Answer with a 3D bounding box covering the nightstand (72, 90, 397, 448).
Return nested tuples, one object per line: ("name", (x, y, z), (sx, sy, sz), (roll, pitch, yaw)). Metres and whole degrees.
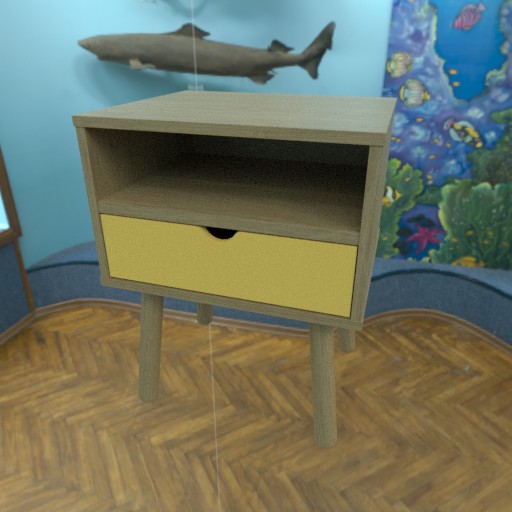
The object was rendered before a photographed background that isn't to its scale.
("nightstand", (0.000, 0.000, 0.880), (0.450, 0.571, 0.380), (8, 27, 16))
